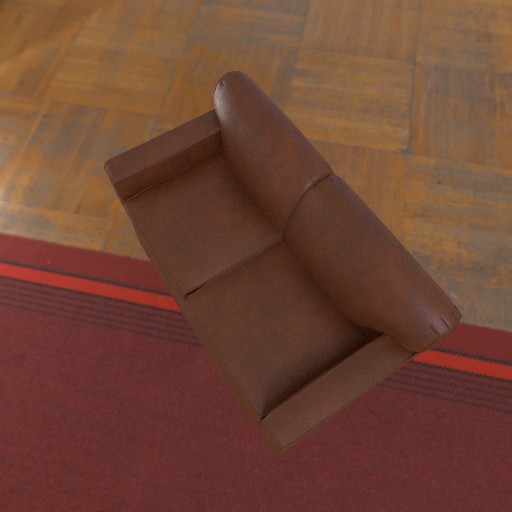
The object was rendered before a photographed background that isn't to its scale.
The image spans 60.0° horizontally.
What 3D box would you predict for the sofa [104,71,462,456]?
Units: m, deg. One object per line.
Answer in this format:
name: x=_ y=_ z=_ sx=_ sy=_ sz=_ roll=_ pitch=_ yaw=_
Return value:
sofa: x=0.000 y=0.000 z=2.478 sx=1.000 sy=0.966 sz=1.856 roll=-30 pitch=68 yaw=-14
